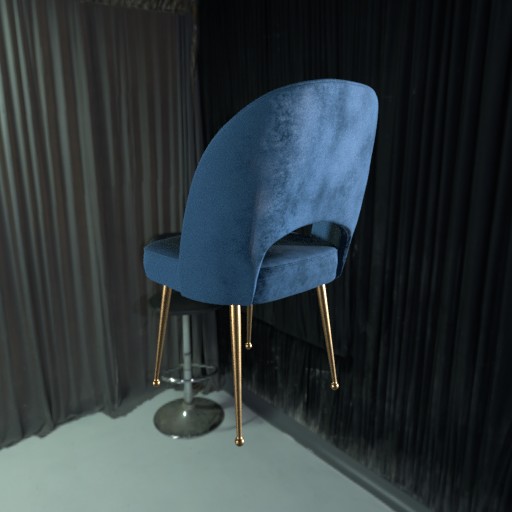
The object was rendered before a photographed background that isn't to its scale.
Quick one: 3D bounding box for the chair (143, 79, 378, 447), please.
[{"bbox_3d":[0.000,0.000,1.236,0.527,0.860,0.577,-13,18,-42],"label":"chair"}]
